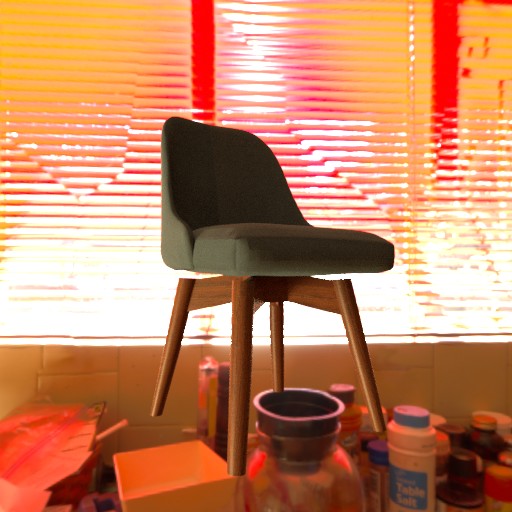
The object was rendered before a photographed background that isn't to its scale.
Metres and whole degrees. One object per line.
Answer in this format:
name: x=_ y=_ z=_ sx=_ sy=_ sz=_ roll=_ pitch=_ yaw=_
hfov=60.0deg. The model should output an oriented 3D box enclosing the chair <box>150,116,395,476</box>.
chair: x=0.000 y=0.000 z=1.213 sx=0.503 sy=0.882 sz=0.589 roll=1 pitch=-2 yaw=-34
